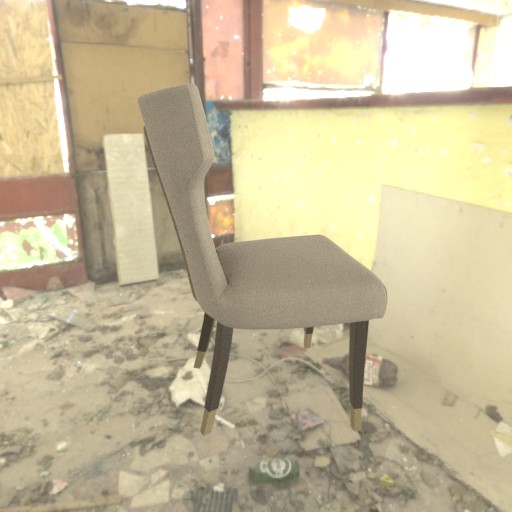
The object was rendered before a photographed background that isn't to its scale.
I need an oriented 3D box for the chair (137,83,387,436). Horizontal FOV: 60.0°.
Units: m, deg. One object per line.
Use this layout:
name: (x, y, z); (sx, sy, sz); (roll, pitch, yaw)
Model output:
chair: (0.000, 0.000, 1.351); (0.630, 0.950, 0.526); (-3, 18, -10)
